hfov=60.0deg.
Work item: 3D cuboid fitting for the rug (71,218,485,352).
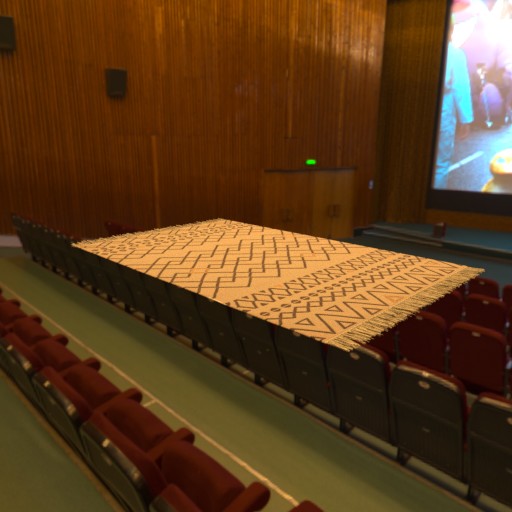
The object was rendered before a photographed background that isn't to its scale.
[{"bbox_3d":[0.000,0.000,2.469,2.023,0.028,1.224,15,21,43],"label":"rug"}]
